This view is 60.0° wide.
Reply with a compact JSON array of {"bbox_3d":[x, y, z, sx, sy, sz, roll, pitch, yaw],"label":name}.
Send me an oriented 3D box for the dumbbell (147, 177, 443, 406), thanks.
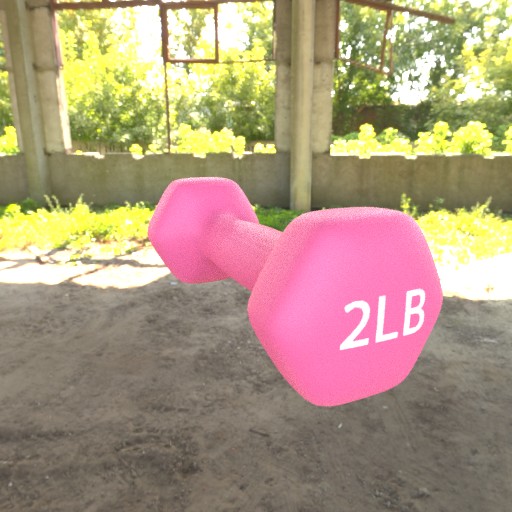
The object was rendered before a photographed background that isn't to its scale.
[{"bbox_3d":[0.000,0.000,0.174,0.058,0.053,0.146,-7,16,-25],"label":"dumbbell"}]
